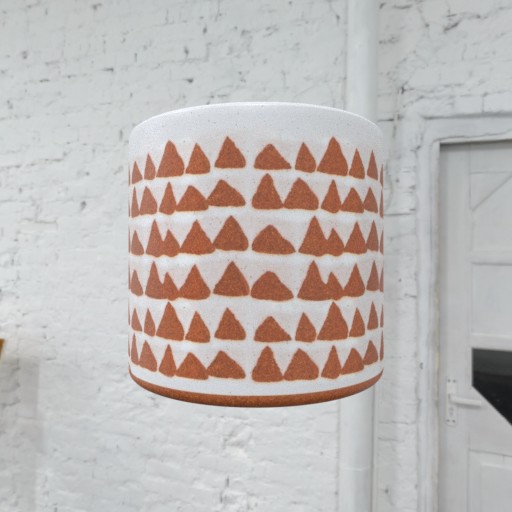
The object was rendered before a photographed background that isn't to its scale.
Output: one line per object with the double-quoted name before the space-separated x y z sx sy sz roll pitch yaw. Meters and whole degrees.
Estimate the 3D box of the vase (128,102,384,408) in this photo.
"vase" 0.000 0.000 0.247 0.137 0.127 0.137 0 0 0
